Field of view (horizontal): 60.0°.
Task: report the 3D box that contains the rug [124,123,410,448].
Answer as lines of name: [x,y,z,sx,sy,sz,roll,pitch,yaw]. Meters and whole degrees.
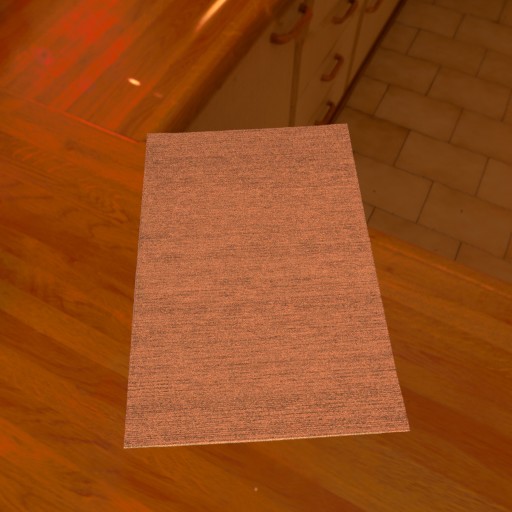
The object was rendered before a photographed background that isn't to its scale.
rug: [0.000,0.000,3.023,1.616,0.030,2.338,-3,62,-1]
